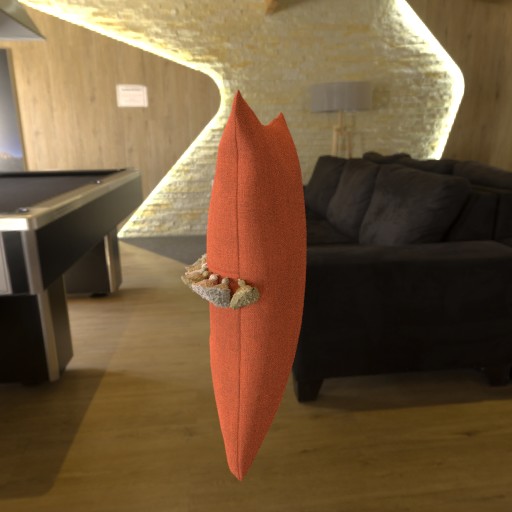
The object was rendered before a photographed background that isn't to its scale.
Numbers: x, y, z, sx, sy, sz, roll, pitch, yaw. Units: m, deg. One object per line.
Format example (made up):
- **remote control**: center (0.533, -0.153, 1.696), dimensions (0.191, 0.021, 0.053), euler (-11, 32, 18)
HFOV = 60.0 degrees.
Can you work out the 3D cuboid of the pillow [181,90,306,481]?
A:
- **pillow**: center (0.000, 0.000, 0.741), dimensions (0.165, 0.482, 0.490), euler (2, 15, 9)
